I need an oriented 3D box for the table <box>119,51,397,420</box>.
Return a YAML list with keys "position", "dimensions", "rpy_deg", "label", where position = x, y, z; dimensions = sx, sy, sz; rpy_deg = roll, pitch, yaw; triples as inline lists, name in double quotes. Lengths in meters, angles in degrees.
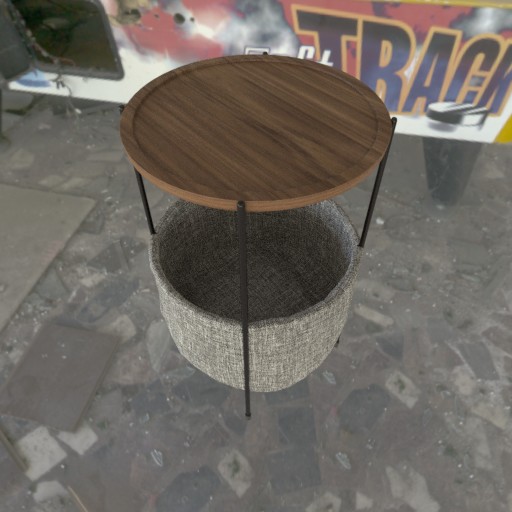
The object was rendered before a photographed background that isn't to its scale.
- position: [0.000, 0.000, 0.872]
  dimensions: [0.400, 0.623, 0.400]
  rpy_deg: [-32, 56, -26]
  label: "table"
